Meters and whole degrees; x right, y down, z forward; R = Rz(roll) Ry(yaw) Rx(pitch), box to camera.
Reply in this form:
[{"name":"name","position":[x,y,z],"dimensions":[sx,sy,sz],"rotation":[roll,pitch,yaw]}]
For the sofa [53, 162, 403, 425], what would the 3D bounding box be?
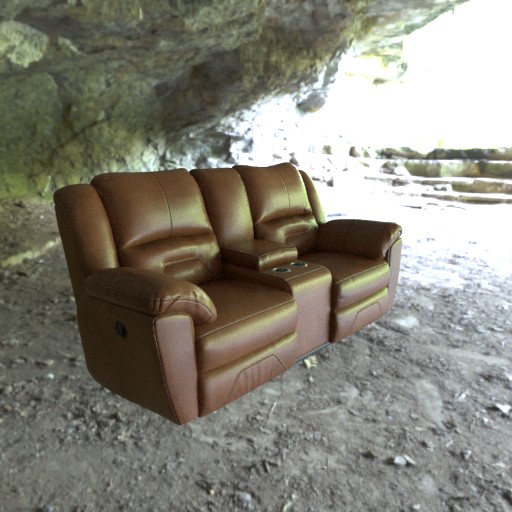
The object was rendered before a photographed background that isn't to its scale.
[{"name":"sofa","position":[0.000,0.000,2.662],"dimensions":[0.991,1.043,2.058],"rotation":[13,19,42]}]
